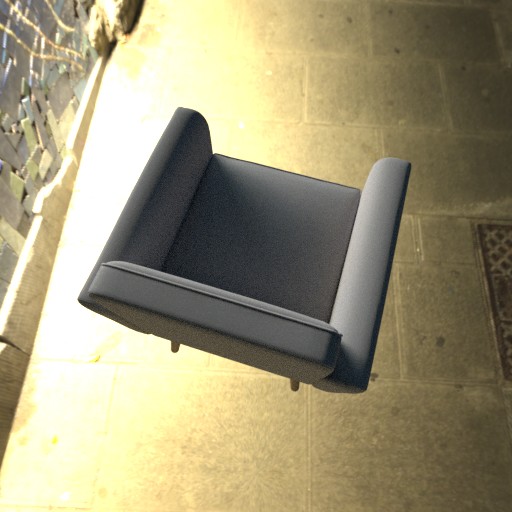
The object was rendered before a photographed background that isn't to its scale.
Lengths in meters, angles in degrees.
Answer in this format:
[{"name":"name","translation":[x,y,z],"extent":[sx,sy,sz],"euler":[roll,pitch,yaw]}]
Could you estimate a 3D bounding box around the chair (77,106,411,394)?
[{"name":"chair","translation":[0.000,0.000,1.417],"extent":[0.780,0.780,0.750],"euler":[16,65,8]}]
